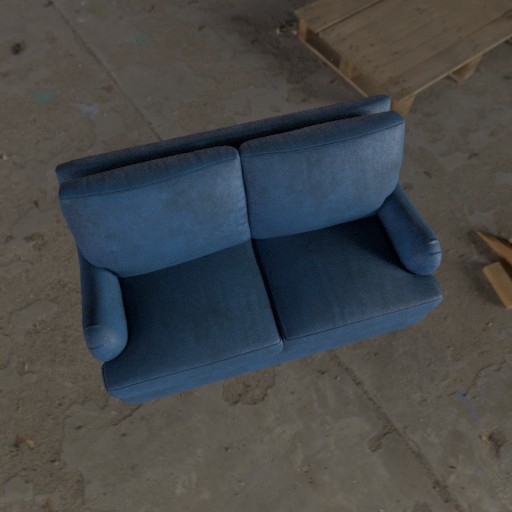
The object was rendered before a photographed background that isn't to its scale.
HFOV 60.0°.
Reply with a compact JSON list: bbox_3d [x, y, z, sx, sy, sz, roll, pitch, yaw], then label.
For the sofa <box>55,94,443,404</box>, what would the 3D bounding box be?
[{"bbox_3d":[0.000,0.000,2.459,1.853,1.101,1.084,-14,64,-7],"label":"sofa"}]
